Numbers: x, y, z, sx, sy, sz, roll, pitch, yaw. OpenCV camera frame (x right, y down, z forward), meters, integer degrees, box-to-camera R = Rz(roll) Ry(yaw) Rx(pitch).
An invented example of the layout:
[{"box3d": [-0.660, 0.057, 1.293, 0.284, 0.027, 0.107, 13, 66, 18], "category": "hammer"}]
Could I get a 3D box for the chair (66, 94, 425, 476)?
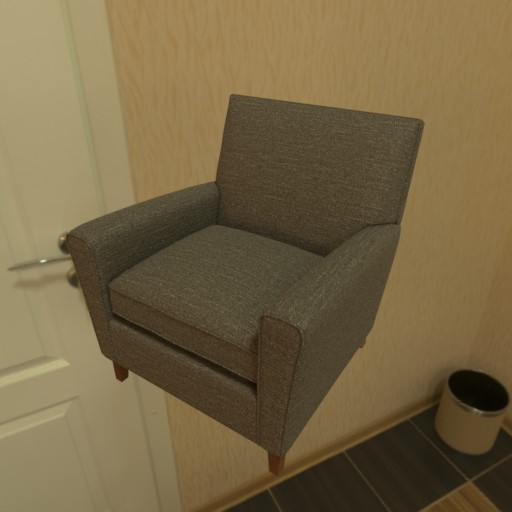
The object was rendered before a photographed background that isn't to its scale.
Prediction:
[{"box3d": [0.000, 0.000, 1.547, 0.838, 0.885, 0.875, 19, 35, 28], "category": "chair"}]
